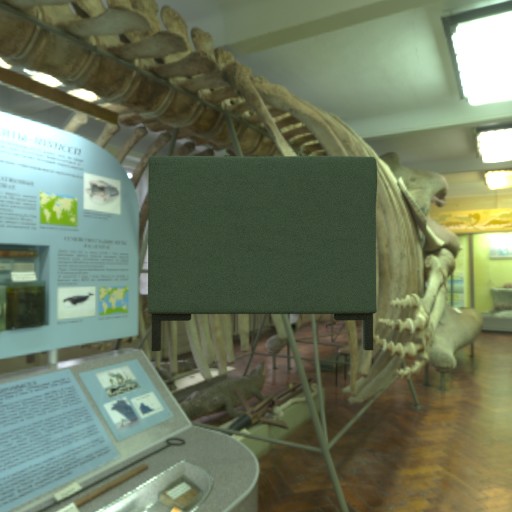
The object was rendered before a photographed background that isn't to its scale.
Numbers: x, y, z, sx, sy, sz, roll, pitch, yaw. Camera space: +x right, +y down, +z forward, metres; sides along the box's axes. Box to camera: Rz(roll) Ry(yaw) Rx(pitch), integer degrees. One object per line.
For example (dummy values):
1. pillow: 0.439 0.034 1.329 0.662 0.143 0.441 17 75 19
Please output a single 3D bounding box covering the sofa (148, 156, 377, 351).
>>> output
1. sofa: 0.000 0.000 2.525 0.817 0.681 2.130 0 -1 -1
